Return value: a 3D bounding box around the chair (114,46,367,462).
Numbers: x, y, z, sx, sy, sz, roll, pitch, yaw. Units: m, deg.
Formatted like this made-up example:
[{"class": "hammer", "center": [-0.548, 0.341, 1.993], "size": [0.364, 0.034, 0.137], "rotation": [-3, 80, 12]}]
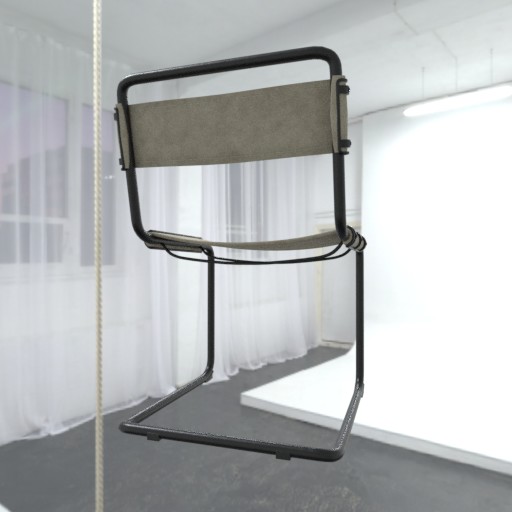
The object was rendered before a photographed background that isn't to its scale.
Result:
[{"class": "chair", "center": [0.000, 0.000, 1.075], "size": [0.499, 0.747, 0.497], "rotation": [0, 0, 18]}]
